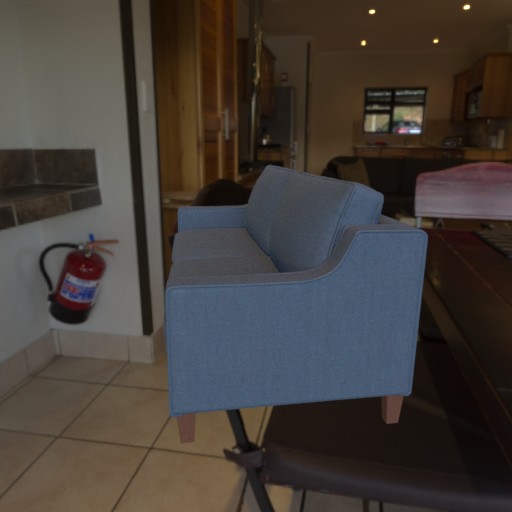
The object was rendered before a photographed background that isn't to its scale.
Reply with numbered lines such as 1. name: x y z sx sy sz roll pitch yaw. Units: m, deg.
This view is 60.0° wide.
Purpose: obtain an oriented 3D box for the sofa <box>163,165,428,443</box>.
1. sofa: 0.000 0.000 2.807 1.066 1.071 2.178 -2 14 -8
